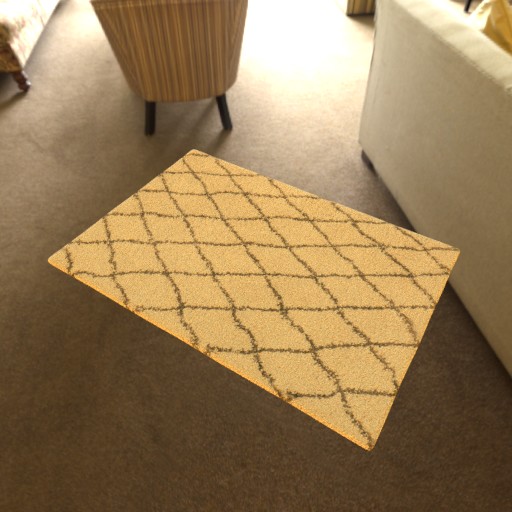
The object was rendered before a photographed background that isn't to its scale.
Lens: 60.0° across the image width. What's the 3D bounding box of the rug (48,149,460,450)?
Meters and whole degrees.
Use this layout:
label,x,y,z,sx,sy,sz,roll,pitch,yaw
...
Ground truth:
label,x,y,z,sx,sy,sz,roll,pitch,yaw
rug,0.000,0.000,2.307,1.778,0.030,1.219,25,51,22
